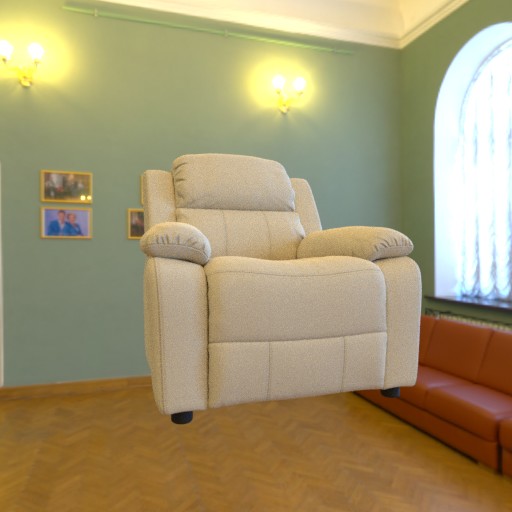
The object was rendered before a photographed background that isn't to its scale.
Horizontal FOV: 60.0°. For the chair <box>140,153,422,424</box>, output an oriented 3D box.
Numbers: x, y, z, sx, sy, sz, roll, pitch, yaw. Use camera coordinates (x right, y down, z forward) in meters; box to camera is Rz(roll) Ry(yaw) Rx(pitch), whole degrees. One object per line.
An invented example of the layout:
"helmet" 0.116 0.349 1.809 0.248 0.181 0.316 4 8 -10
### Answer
"chair" 0.000 0.000 1.292 0.680 0.702 0.709 0 0 -19
